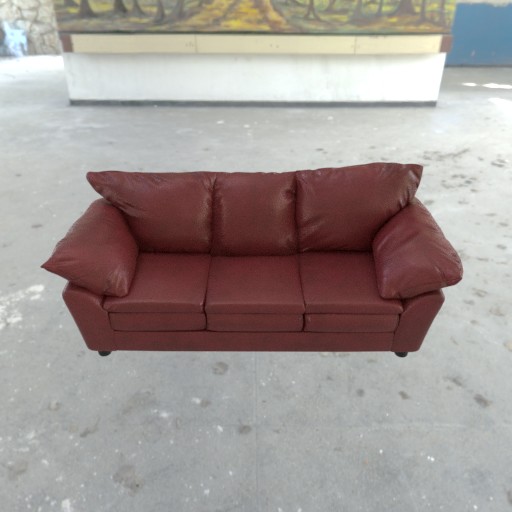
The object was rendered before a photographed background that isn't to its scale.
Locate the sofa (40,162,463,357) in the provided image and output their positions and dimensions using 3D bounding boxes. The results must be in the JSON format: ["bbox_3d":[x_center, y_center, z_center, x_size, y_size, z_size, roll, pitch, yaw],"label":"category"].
[{"bbox_3d":[0.000,0.000,2.907,2.390,1.091,0.907,0,30,0],"label":"sofa"}]
